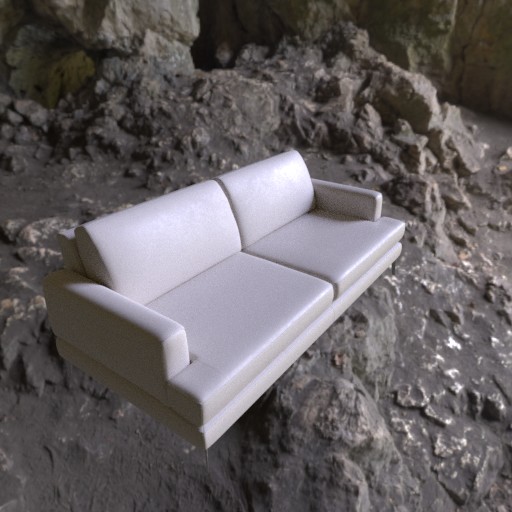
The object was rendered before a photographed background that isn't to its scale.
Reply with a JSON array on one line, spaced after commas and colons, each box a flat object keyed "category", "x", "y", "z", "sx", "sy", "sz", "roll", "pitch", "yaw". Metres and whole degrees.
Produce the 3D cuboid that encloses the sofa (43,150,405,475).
[{"category": "sofa", "x": 0.000, "y": 0.000, "z": 2.378, "sx": 0.974, "sy": 0.765, "sz": 1.940, "roll": 18, "pitch": 32, "yaw": 32}]
